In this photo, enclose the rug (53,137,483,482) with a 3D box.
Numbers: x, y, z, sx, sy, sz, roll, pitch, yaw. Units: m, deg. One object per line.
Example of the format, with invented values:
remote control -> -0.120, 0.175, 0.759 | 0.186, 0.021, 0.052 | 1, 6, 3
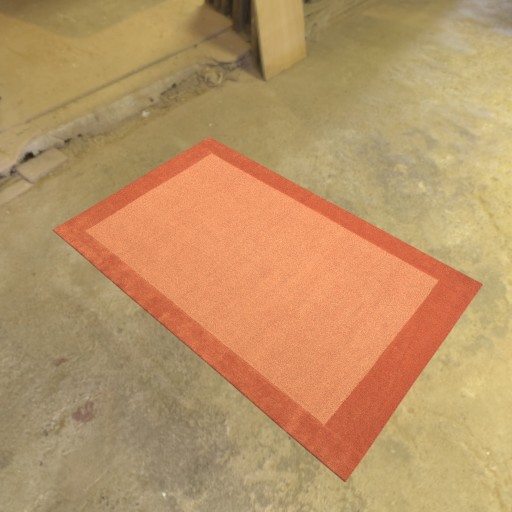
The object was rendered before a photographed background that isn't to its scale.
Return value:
rug -> 0.000, 0.000, 2.925 | 2.438, 0.014, 1.524 | 34, 56, 26
